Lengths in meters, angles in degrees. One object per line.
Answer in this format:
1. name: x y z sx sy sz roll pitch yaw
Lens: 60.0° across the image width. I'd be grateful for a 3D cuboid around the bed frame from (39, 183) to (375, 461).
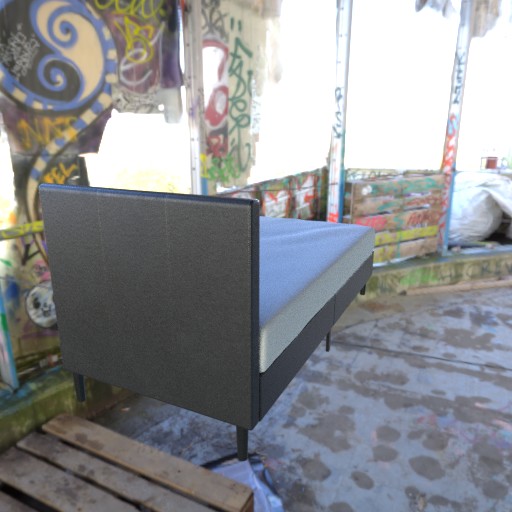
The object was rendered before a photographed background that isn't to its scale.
1. bed frame: 0.000 0.000 2.558 1.038 1.046 2.152 8 18 25
